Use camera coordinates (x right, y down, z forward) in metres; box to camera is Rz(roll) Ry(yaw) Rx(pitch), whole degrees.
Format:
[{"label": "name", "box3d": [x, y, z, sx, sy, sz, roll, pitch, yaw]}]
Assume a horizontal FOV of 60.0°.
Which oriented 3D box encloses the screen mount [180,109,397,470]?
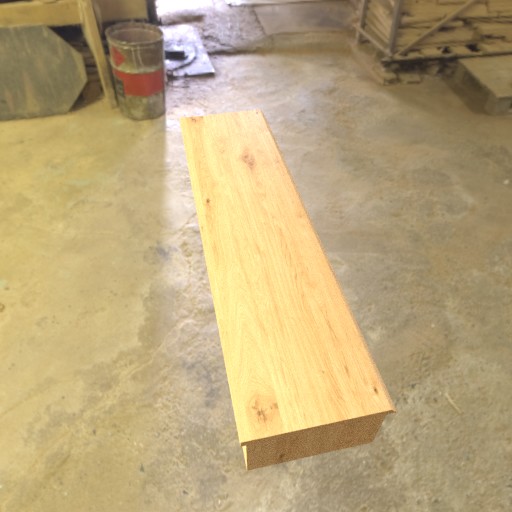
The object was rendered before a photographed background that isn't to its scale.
[{"label": "screen mount", "box3d": [0.000, 0.000, 1.926, 0.450, 0.430, 1.700, -9, 47, -8]}]
